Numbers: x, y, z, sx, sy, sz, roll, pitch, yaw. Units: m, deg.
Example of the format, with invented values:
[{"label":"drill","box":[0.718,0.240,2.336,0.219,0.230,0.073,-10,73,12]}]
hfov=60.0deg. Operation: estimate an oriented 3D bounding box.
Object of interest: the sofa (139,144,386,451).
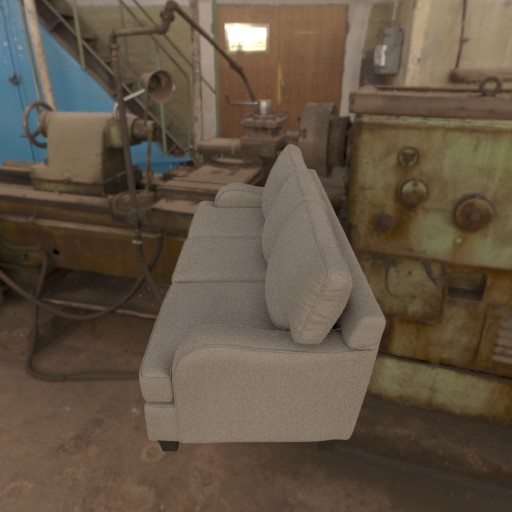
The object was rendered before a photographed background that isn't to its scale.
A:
[{"label":"sofa","box":[0.000,0.000,2.859,1.016,0.991,2.323,0,26,0]}]
